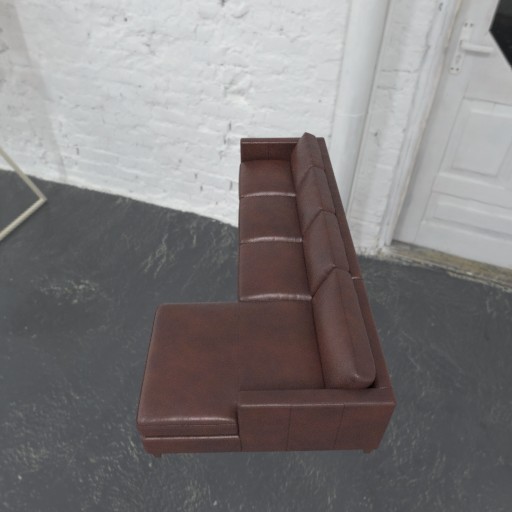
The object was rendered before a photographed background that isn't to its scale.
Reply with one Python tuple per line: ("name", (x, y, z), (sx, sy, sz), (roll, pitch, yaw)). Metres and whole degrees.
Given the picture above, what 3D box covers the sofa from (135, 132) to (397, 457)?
("sofa", (0.000, 0.000, 3.921), (1.581, 0.883, 3.203), (-1, 43, -1))
